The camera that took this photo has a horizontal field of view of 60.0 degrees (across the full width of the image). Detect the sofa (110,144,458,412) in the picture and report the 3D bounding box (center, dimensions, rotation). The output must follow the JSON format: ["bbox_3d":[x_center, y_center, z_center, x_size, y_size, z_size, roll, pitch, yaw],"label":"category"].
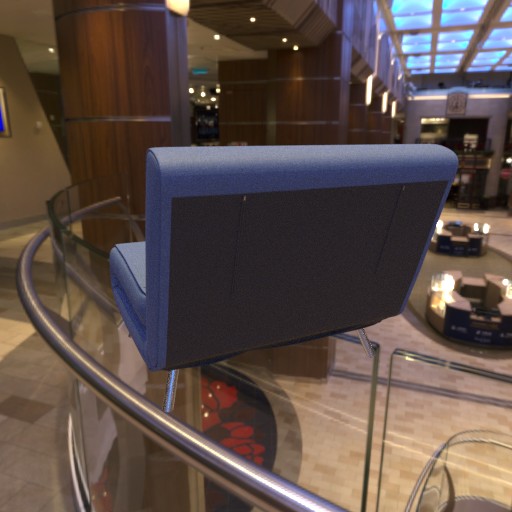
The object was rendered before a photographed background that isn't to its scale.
[{"bbox_3d":[0.000,0.000,1.742,0.999,0.860,0.996,-7,17,-25],"label":"sofa"}]
